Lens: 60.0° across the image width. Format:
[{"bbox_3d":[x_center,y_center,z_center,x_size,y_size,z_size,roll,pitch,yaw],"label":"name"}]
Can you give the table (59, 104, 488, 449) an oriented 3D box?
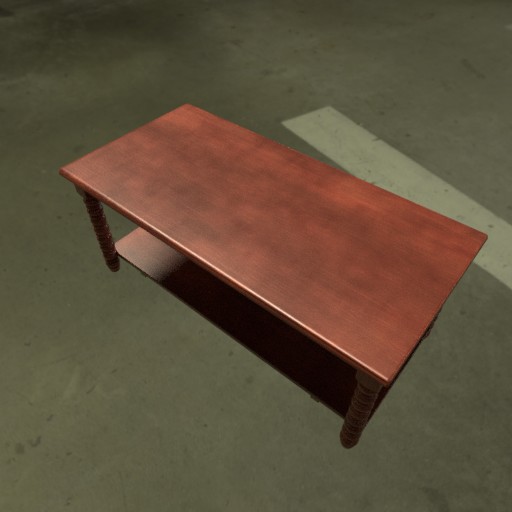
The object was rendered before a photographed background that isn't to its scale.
[{"bbox_3d":[0.000,0.000,1.479,1.171,0.485,0.580,31,53,26],"label":"table"}]
